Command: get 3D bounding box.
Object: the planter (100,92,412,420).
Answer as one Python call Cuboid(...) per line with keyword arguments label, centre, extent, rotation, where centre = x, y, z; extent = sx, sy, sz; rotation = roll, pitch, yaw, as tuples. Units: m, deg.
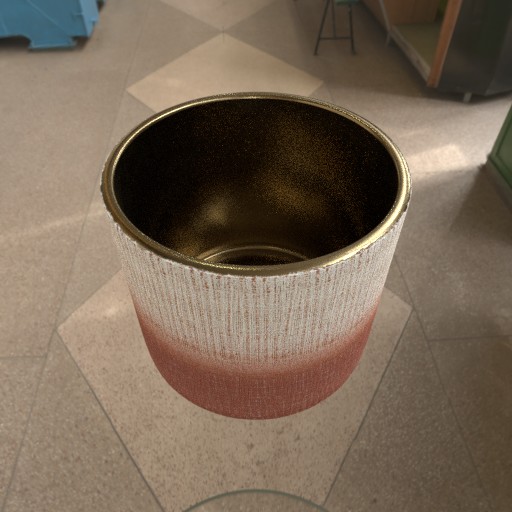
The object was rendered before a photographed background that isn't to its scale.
Cuboid(label="planter", centre=(0.000, 0.000, 0.311), extent=(0.178, 0.157, 0.178), rotation=(0, 46, 0))
